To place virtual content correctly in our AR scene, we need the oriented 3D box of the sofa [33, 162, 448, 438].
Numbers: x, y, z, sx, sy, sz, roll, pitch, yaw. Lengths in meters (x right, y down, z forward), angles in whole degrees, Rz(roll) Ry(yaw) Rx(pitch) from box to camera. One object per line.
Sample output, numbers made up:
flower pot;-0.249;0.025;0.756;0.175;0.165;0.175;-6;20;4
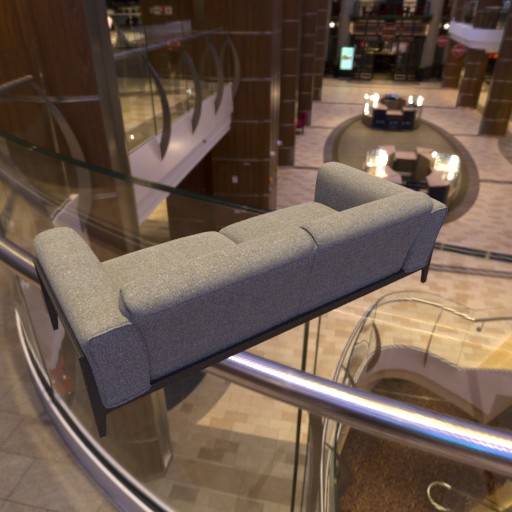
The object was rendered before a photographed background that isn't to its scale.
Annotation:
sofa;0.000;0.000;2.492;2.125;0.703;0.985;-19;35;-29
